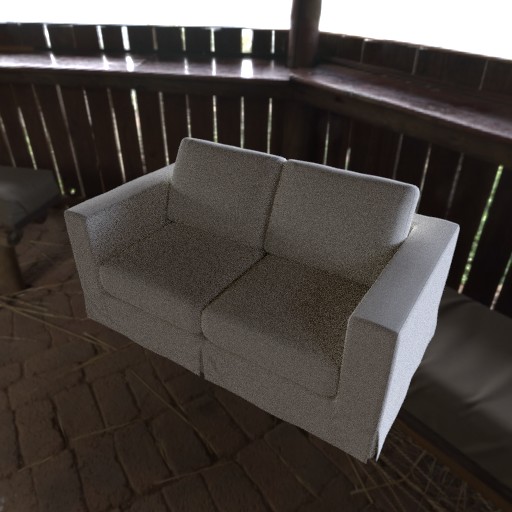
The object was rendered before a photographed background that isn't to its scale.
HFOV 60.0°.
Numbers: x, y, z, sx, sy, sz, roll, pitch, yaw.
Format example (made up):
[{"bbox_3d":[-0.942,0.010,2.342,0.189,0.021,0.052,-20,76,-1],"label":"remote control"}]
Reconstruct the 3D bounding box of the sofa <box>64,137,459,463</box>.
[{"bbox_3d":[0.000,0.000,2.370,1.813,0.932,1.009,19,36,27],"label":"sofa"}]
